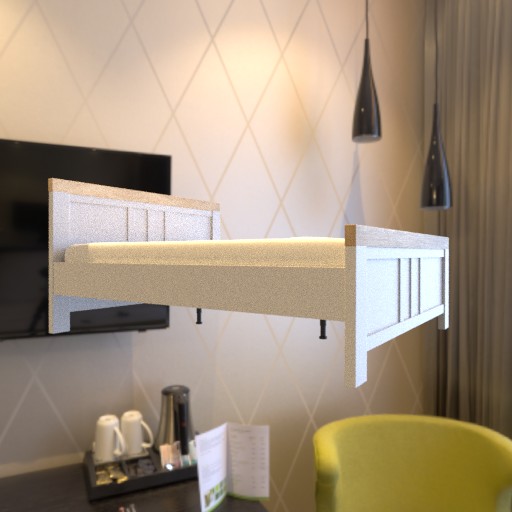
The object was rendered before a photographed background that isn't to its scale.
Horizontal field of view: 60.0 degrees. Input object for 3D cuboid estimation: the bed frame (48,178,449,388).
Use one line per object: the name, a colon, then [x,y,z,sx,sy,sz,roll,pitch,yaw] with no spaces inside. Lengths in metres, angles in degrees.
bed frame: [0.000,0.000,2.921,2.050,0.980,1.670,0,0,34]
